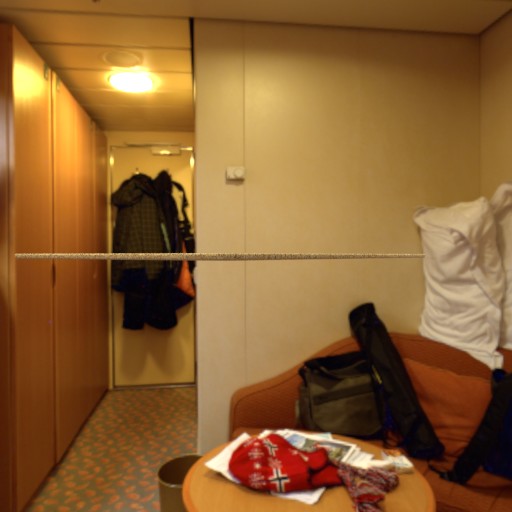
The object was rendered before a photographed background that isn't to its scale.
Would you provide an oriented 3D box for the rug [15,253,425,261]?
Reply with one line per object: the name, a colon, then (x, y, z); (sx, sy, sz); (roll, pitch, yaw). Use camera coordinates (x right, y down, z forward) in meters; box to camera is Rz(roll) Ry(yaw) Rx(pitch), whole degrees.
rug: (0.000, 0.000, 2.868); (1.500, 0.025, 2.349); (0, 0, 36)
